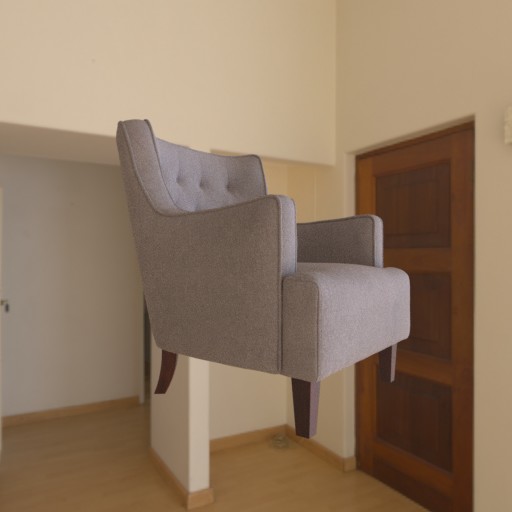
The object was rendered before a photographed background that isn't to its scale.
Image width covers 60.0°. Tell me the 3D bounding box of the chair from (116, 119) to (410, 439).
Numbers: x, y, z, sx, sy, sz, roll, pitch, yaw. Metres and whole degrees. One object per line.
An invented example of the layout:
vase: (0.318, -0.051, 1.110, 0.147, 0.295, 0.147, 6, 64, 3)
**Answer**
chair: (0.000, 0.000, 1.602, 0.910, 0.919, 0.781, 0, 0, 35)
